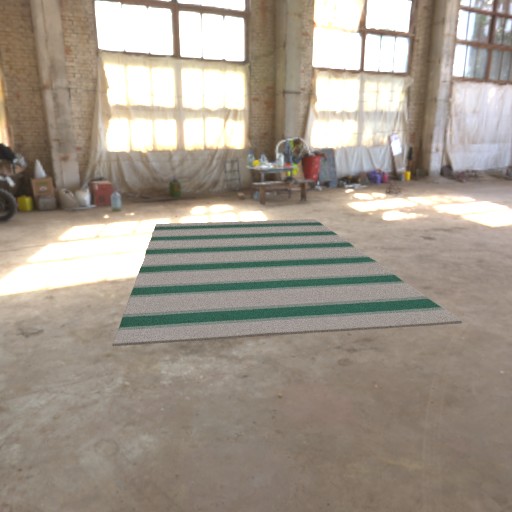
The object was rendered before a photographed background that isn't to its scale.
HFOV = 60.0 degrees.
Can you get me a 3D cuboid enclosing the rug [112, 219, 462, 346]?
[{"bbox_3d":[0.000,0.000,3.038,1.521,0.015,2.436,-2,16,-8],"label":"rug"}]
